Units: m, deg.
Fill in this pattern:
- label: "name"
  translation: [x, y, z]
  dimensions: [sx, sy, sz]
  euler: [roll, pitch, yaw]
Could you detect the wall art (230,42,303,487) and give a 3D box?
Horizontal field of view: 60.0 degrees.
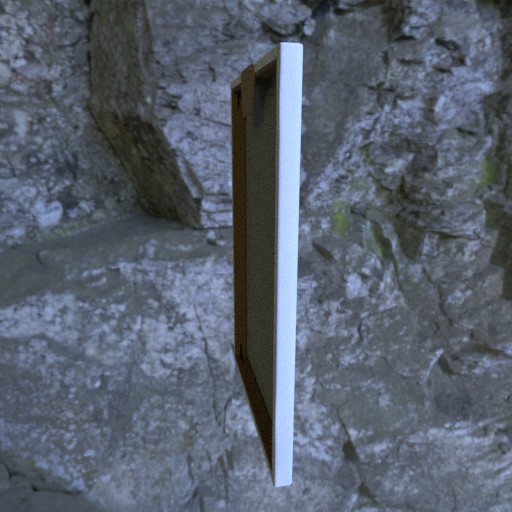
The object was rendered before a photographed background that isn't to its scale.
- label: "wall art"
  translation: [0.000, 0.000, 1.161]
  dimensions: [0.048, 0.916, 0.602]
  euler: [-3, 16, -11]
